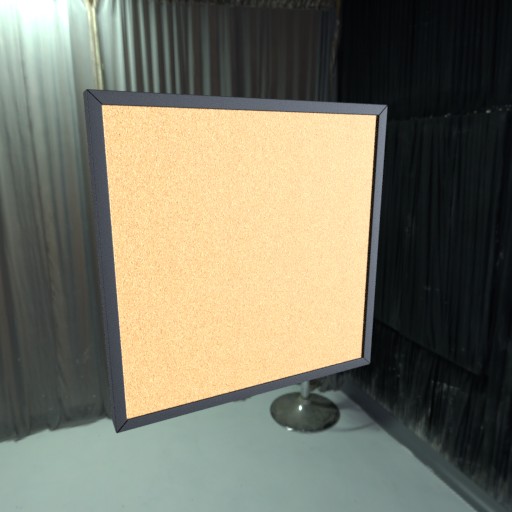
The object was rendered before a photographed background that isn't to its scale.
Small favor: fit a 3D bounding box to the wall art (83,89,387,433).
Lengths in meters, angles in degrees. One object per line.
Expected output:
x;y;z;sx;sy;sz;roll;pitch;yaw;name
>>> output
0.000;0.000;0.758;0.508;0.508;0.037;-7;16;-26;wall art
